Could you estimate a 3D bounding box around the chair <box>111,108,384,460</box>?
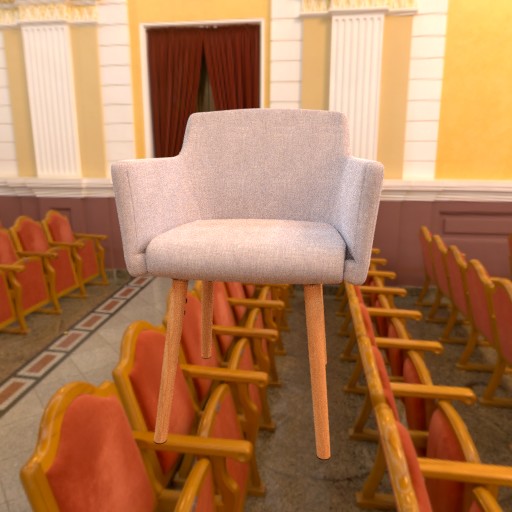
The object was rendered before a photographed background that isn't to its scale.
[{"bbox_3d":[0.000,0.000,1.164,0.570,0.780,0.540,2,13,8],"label":"chair"}]
